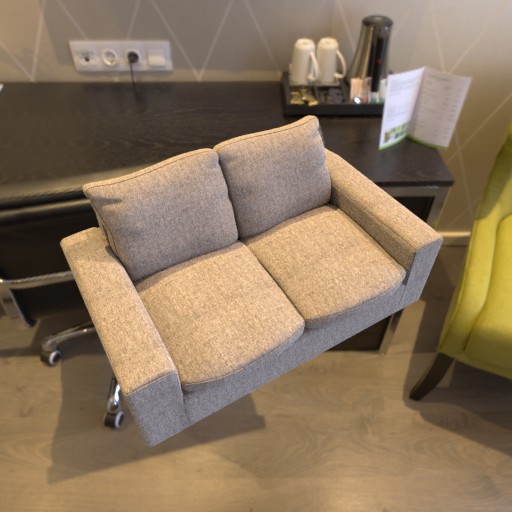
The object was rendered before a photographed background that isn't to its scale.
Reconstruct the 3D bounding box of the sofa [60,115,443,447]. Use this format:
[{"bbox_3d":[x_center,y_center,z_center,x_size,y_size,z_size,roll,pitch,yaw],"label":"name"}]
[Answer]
[{"bbox_3d":[0.000,0.000,2.385,1.758,0.877,1.094,-23,50,-21],"label":"sofa"}]
